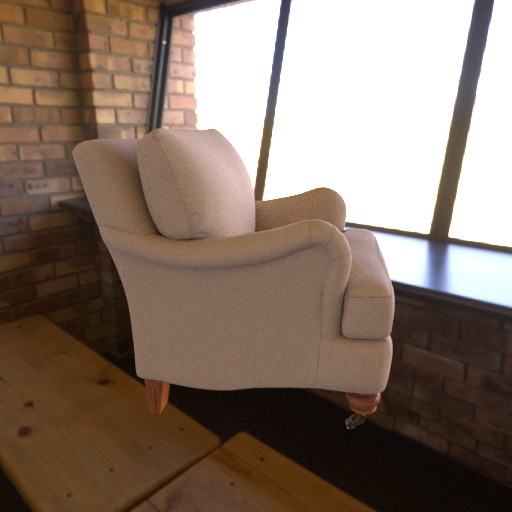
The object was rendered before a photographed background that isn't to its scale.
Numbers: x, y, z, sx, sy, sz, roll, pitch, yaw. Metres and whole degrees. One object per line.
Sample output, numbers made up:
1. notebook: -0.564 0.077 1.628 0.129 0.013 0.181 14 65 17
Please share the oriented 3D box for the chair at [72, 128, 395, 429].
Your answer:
1. chair: 0.000 0.000 1.873 1.070 1.038 0.955 3 16 10
